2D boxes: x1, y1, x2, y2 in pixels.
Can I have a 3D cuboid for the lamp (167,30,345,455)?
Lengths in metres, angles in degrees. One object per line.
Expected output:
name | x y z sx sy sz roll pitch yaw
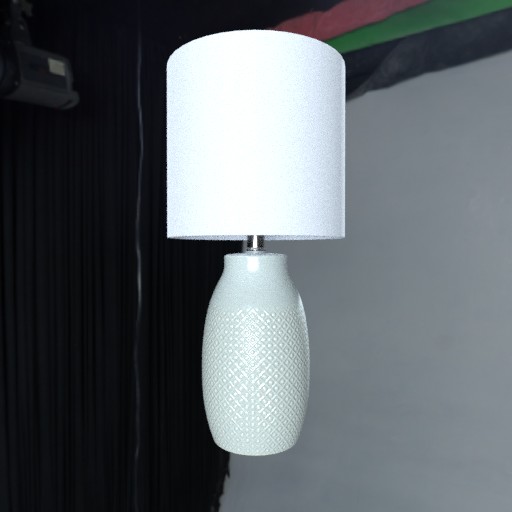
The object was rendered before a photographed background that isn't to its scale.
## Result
lamp | 0.000 0.000 0.552 0.217 0.453 0.217 1 1 37
